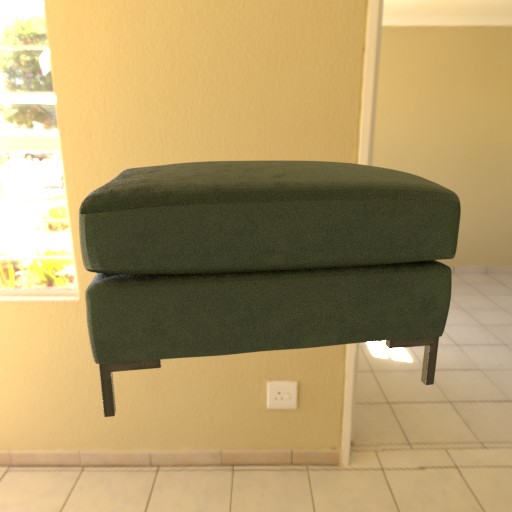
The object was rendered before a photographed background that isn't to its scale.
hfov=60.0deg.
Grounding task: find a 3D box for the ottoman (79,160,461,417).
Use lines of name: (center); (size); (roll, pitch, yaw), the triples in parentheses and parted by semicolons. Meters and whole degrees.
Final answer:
ottoman: (0.000, 0.000, 1.296); (0.839, 0.538, 0.701); (-3, 15, -9)
